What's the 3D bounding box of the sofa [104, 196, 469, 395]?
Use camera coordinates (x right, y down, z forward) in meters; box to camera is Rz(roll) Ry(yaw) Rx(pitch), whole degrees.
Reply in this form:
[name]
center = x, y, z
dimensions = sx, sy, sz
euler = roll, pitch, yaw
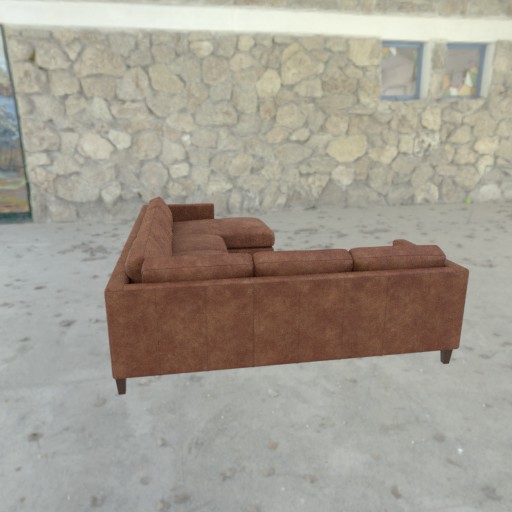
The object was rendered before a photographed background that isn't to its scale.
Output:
[sofa]
center = 0.000, 0.000, 4.526
dimensions = 2.452, 0.888, 3.324
euler = -3, 16, -9
